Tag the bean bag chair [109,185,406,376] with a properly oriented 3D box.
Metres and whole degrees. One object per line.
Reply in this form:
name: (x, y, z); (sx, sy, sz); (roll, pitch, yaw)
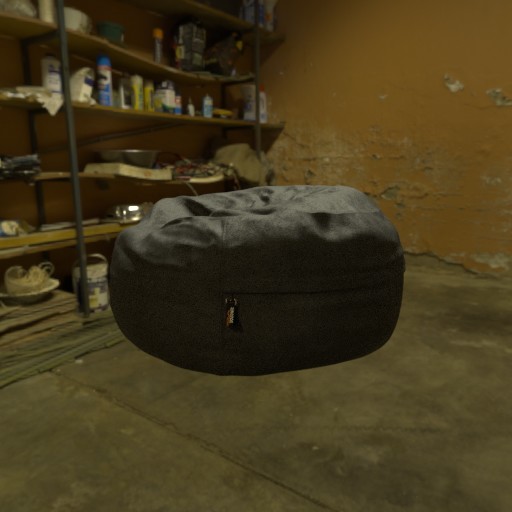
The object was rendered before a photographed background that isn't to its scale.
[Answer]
bean bag chair: (0.000, 0.000, 2.399); (1.525, 0.751, 1.525); (0, 11, 0)
